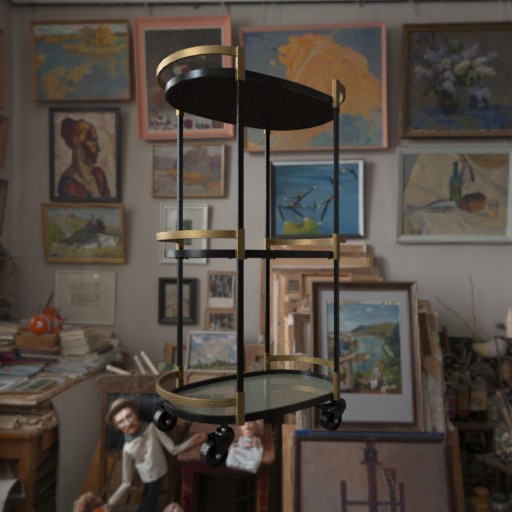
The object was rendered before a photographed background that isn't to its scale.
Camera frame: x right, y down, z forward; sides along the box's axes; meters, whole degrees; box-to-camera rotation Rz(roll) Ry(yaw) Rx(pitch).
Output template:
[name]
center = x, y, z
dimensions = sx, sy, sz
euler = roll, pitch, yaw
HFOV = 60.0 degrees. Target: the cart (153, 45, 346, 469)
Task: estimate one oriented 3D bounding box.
[cart]
center = 0.000, 0.000, 1.144
dimensions = 0.515, 0.885, 0.311
euler = 0, -1, -36
